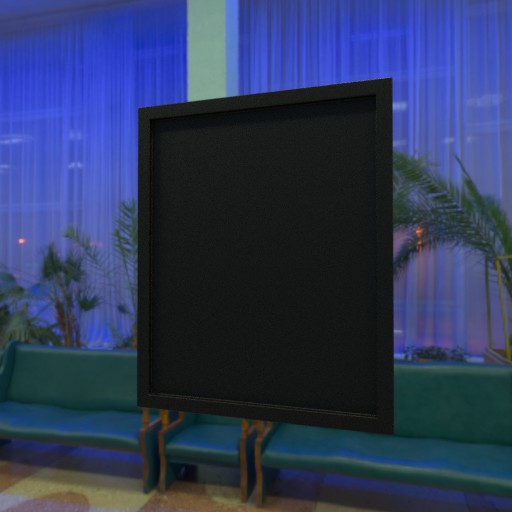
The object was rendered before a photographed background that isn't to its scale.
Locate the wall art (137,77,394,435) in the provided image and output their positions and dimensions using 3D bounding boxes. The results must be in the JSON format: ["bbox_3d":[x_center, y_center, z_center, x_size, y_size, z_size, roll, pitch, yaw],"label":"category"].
[{"bbox_3d":[0.000,0.000,0.771,0.457,0.559,0.028,0,-1,18],"label":"wall art"}]
